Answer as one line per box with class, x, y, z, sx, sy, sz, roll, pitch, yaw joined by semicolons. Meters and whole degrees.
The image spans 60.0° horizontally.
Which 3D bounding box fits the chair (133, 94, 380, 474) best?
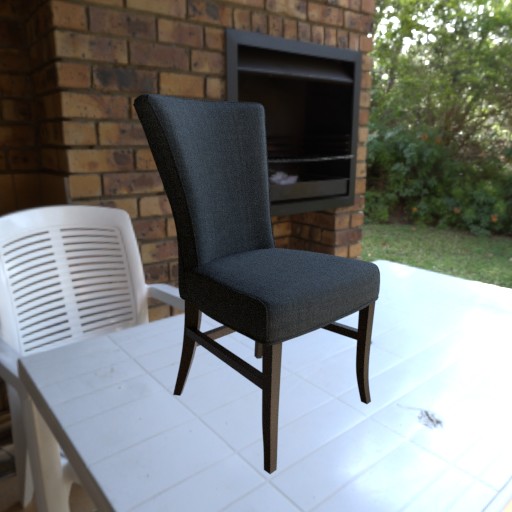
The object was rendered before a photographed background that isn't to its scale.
chair;0.000;0.000;1.427;0.520;0.991;0.660;-13;19;-42
